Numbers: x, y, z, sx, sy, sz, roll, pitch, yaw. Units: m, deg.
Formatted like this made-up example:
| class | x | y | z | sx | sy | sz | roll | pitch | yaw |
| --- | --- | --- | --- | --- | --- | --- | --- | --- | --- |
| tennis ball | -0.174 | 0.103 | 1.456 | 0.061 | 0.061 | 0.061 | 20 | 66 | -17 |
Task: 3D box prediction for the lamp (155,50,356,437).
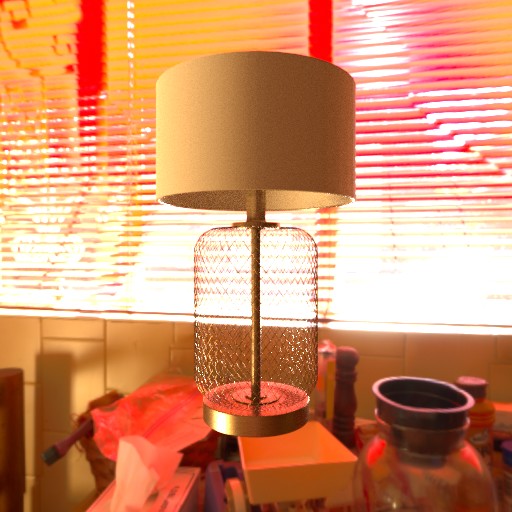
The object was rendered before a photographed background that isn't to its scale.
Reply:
| class | x | y | z | sx | sy | sz | roll | pitch | yaw |
| --- | --- | --- | --- | --- | --- | --- | --- | --- | --- |
| lamp | 0.000 | 0.000 | 0.799 | 0.353 | 0.578 | 0.353 | 0 | 1 | 0 |
